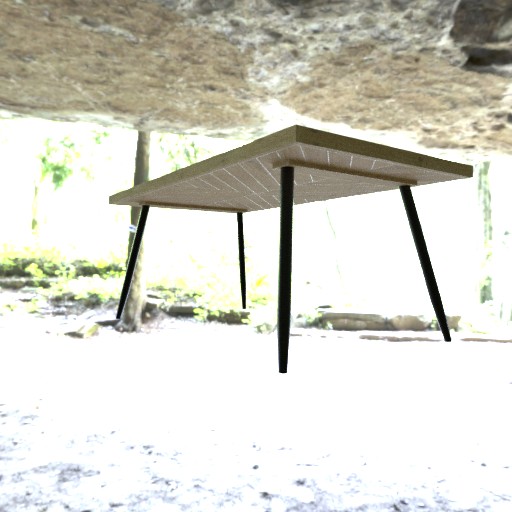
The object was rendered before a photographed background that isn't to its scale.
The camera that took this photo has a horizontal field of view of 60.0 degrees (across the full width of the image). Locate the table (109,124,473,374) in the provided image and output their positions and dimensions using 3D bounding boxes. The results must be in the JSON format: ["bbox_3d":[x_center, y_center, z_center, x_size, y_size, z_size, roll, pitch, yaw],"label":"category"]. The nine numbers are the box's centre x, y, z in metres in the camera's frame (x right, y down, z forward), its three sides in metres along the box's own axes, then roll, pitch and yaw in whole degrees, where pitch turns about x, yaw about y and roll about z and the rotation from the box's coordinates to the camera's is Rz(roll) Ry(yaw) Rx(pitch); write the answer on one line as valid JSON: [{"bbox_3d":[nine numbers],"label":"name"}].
[{"bbox_3d":[0.000,0.000,2.334,0.991,0.762,1.803,0,-1,-35],"label":"table"}]
